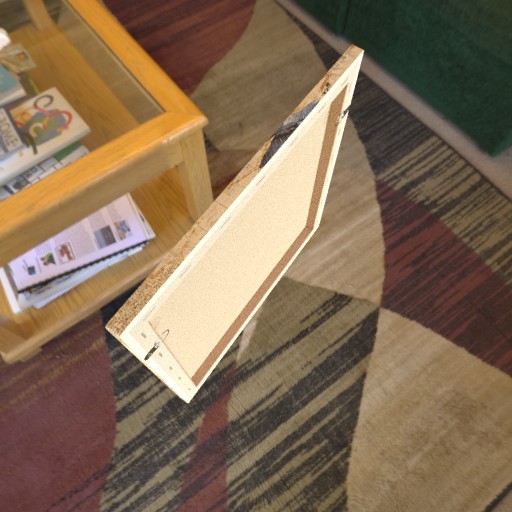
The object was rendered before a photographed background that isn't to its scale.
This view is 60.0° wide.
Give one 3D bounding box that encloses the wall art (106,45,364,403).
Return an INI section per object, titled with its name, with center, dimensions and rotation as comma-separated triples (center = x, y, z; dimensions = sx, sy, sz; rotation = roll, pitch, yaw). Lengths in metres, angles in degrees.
[wall art]
center = 0.000, 0.000, 1.379
dimensions = 0.039, 0.914, 0.912
rotation = 32, 69, 14
